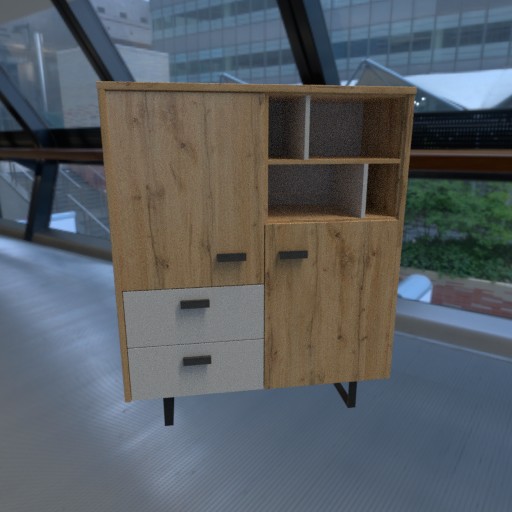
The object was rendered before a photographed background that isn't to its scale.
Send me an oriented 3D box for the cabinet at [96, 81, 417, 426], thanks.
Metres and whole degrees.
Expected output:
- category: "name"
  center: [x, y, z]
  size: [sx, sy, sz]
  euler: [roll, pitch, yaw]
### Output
- category: "cabinet"
  center: [0.000, 0.000, 1.984]
  size: [1.168, 1.397, 0.473]
  euler: [-2, 16, -9]
